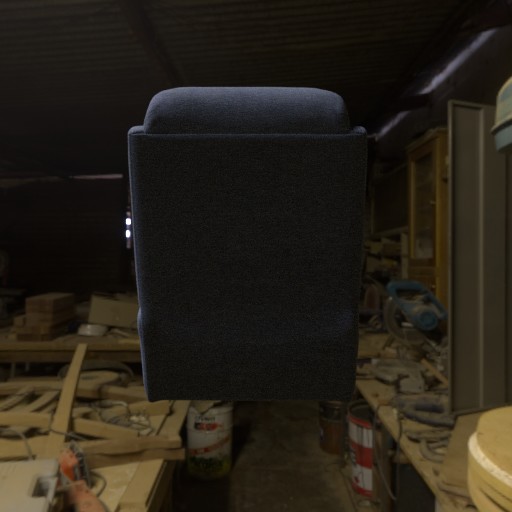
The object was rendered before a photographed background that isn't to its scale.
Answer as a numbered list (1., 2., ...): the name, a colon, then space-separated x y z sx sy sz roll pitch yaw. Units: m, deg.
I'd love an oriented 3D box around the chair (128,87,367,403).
1. chair: 0.000 0.000 1.733 0.798 1.013 1.043 0 1 1
